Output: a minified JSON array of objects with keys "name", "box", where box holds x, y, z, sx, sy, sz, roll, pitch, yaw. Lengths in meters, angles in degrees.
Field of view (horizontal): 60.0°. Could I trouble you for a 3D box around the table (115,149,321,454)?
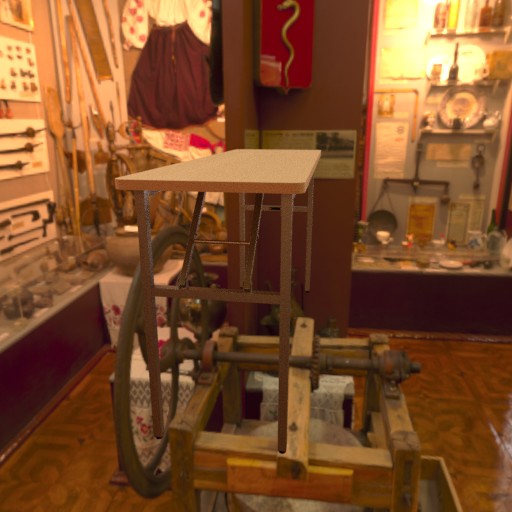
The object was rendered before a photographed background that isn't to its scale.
[{"name":"table","box":[0.000,0.000,1.750,0.446,0.750,1.397,3,17,9]}]
